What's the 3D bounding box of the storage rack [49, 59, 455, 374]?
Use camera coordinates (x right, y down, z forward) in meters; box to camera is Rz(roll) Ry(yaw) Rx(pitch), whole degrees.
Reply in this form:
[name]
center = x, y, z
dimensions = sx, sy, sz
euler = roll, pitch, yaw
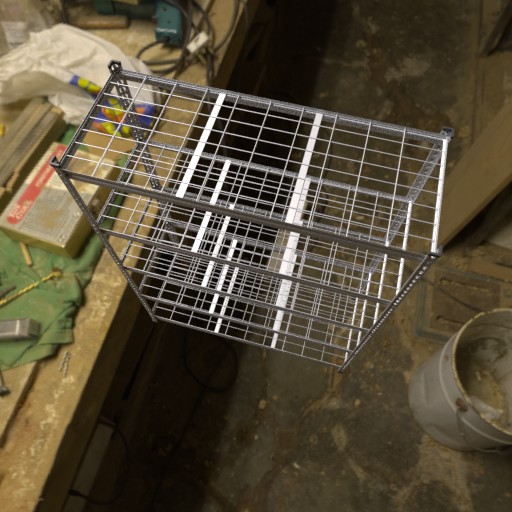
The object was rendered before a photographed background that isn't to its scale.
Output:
[storage rack]
center = 0.000, 0.000, 2.661
dimensions = 1.524, 1.981, 0.610
euler = 14, 64, 7
